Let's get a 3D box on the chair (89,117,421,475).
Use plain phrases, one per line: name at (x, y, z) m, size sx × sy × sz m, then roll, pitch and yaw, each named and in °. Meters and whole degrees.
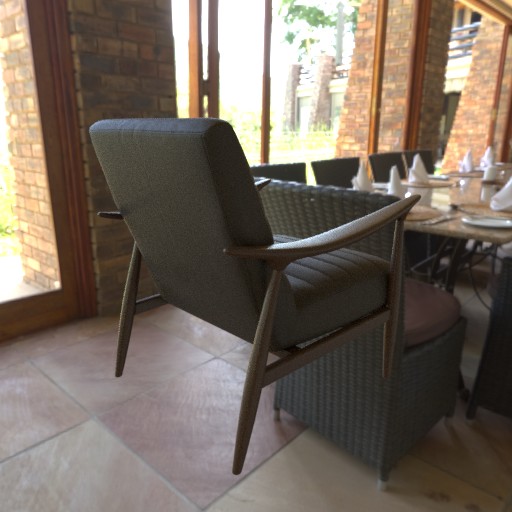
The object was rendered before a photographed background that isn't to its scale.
chair at (0.000, 0.000, 1.417) m, size 0.798 × 0.831 × 0.741 m, roll -14°, pitch 21°, yaw -42°
